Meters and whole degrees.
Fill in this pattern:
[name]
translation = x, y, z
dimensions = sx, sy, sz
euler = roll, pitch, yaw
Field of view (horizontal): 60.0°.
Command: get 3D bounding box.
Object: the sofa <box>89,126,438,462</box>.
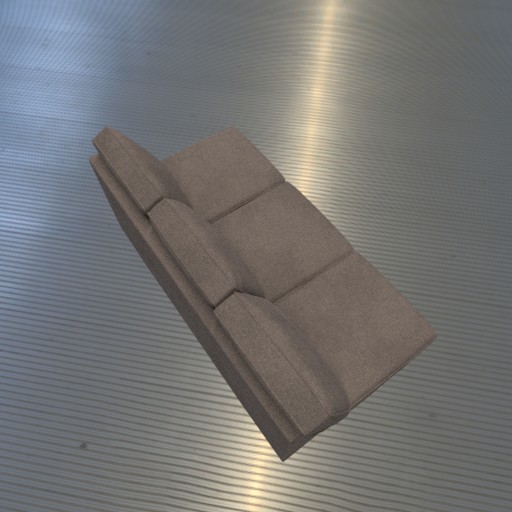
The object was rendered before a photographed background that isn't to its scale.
[sofa]
translation = 0.000, 0.000, 2.579
dimensions = 1.027, 0.973, 1.962
euler = -32, 64, -18
